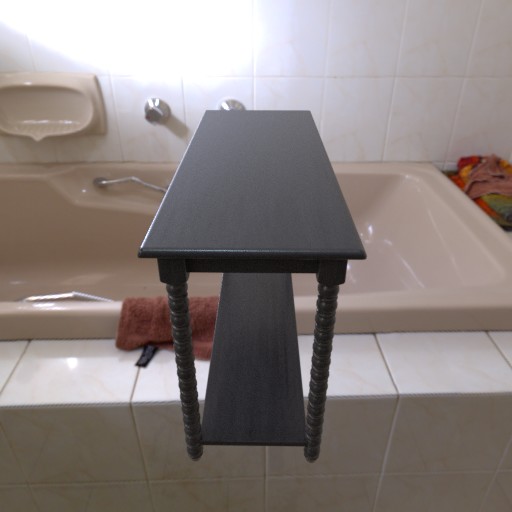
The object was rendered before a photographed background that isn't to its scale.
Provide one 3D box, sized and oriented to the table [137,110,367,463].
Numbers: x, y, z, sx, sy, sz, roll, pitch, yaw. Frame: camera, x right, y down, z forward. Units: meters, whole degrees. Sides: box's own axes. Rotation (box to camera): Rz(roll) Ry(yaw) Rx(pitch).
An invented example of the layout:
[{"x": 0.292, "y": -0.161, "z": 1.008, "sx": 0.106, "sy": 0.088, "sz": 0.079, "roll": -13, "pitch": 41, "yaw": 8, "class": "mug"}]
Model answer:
[{"x": 0.000, "y": 0.000, "z": 1.565, "sx": 0.459, "sy": 0.735, "sz": 1.184, "roll": 0, "pitch": 31, "yaw": 1, "class": "table"}]
